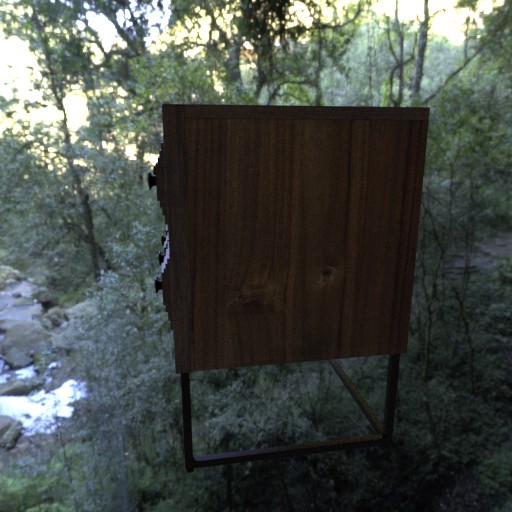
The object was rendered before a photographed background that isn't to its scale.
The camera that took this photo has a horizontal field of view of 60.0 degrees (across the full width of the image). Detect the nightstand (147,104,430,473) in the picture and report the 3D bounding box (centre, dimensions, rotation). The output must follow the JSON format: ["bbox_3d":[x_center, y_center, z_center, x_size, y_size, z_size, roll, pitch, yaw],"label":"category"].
[{"bbox_3d":[0.000,0.000,1.009,0.437,0.610,0.610,-3,15,-10],"label":"nightstand"}]
